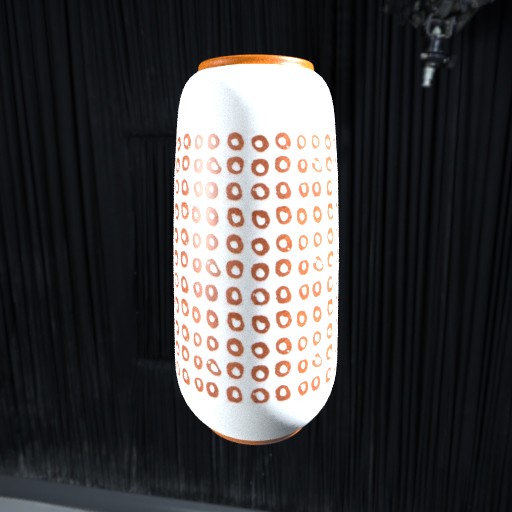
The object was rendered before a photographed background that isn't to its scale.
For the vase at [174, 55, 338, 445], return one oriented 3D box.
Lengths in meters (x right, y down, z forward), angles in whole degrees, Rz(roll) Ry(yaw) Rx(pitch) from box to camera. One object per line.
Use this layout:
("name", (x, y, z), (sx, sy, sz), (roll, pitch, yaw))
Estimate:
("vase", (0.000, 0.000, 0.353), (0.133, 0.282, 0.133), (0, 14, 0))
